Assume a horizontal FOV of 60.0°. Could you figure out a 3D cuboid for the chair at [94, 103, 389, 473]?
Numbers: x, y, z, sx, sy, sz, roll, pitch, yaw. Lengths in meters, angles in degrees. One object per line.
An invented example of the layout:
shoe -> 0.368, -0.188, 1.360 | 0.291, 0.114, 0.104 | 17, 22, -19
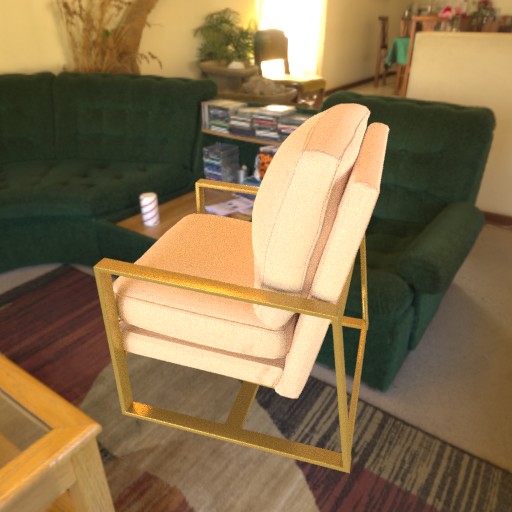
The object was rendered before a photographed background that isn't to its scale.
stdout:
chair -> 0.000, 0.000, 1.511 | 0.813, 0.956, 0.758 | 8, 30, 15
